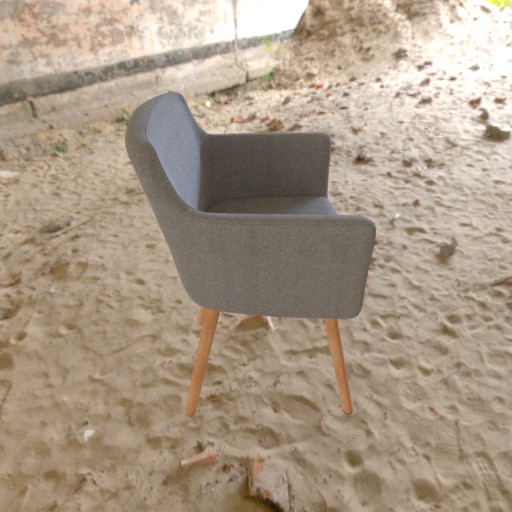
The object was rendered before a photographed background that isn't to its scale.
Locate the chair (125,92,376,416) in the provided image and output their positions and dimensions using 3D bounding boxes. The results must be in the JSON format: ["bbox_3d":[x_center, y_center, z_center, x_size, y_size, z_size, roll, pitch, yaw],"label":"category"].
[{"bbox_3d":[0.000,0.000,1.183,0.540,0.780,0.570,0,32,-1],"label":"chair"}]
